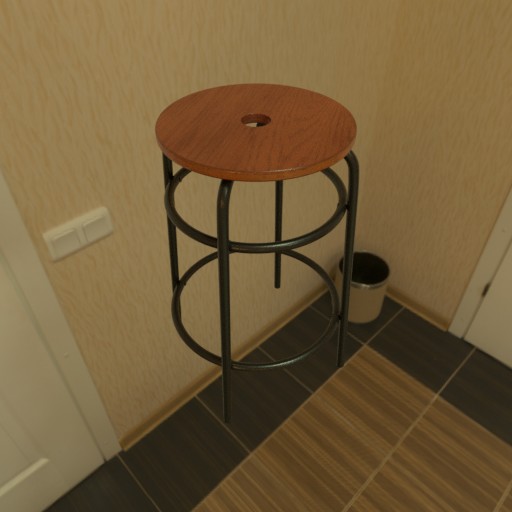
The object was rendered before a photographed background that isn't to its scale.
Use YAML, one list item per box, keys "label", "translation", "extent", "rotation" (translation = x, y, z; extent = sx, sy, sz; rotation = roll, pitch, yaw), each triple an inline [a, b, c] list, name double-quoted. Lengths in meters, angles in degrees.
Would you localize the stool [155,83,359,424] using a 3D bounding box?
- label: "stool"
  translation: [0.000, 0.000, 0.946]
  extent: [0.455, 0.610, 0.455]
  rotation: [11, 43, 12]
